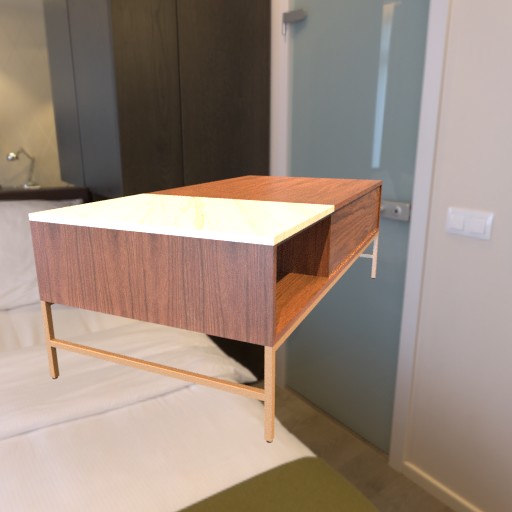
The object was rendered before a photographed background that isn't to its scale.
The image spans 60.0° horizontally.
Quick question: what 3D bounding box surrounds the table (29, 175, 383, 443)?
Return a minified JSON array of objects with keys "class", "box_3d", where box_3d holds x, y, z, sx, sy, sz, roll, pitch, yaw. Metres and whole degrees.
[{"class":"table","box_3d":[0.000,0.000,1.922,0.789,0.551,1.553,7,16,23]}]
